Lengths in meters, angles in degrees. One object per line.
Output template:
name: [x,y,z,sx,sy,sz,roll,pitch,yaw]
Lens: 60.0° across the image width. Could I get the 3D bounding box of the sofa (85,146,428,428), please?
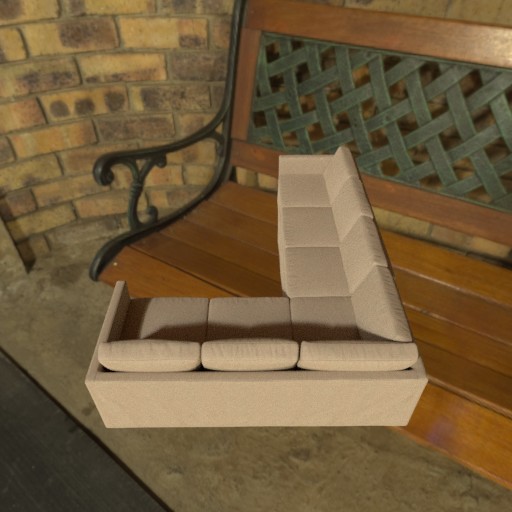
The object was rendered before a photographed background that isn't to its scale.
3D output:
sofa: [0.000,0.000,4.431,2.432,0.871,3.182,0,42,0]
